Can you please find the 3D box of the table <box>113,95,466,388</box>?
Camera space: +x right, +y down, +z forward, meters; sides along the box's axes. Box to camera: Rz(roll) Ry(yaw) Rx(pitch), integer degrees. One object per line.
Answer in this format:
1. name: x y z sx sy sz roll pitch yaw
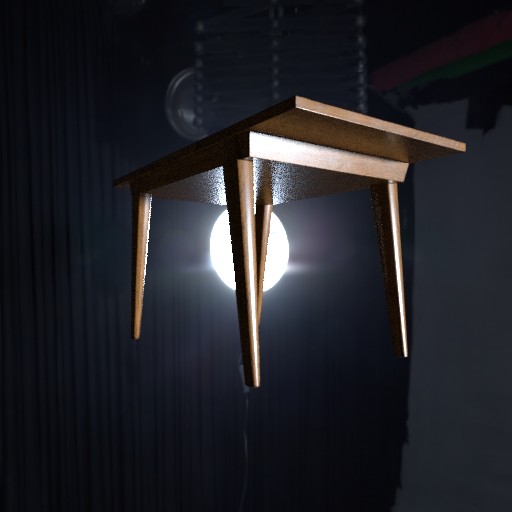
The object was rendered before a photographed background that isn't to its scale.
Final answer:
1. table: 0.000 0.000 1.856 0.757 0.760 1.400 0 -1 -35
